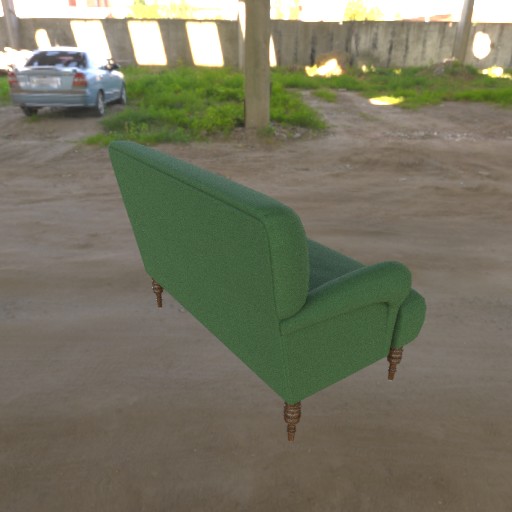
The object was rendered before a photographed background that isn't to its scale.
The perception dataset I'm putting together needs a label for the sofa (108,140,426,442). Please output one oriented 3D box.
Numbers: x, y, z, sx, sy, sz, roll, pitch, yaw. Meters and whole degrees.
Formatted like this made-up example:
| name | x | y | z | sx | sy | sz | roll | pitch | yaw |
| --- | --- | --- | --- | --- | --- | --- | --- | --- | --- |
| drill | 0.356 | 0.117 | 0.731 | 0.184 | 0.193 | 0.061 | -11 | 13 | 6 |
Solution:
| name | x | y | z | sx | sy | sz | roll | pitch | yaw |
| --- | --- | --- | --- | --- | --- | --- | --- | --- | --- |
| sofa | 0.000 | 0.000 | 1.891 | 0.779 | 0.889 | 1.297 | -17 | 30 | -32 |
